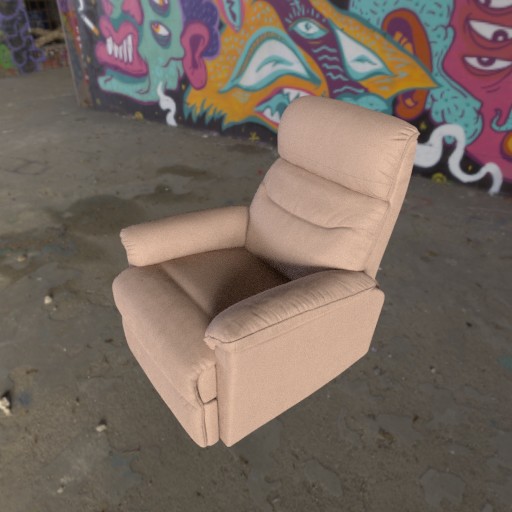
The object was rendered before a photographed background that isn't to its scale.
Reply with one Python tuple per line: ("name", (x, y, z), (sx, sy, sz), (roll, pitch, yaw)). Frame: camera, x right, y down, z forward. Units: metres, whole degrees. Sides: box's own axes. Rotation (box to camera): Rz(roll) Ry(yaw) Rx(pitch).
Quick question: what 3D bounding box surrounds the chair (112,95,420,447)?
("chair", (0.000, 0.000, 1.715), (1.004, 1.037, 0.820), (-21, 37, -30))
